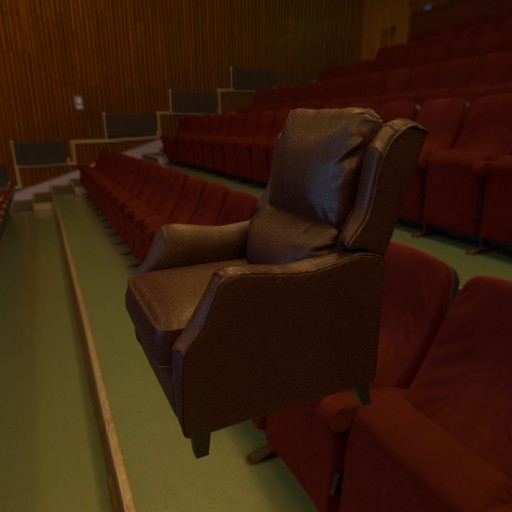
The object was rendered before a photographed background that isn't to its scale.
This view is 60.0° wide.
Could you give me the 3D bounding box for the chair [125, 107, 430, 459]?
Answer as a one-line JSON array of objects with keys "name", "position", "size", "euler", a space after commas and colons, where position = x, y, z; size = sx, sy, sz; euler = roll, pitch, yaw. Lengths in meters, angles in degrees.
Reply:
[{"name": "chair", "position": [0.000, 0.000, 1.769], "size": [0.982, 1.132, 0.770], "euler": [-8, 19, -25]}]
